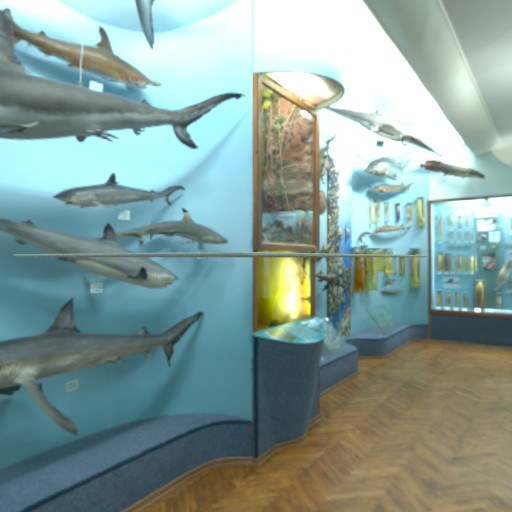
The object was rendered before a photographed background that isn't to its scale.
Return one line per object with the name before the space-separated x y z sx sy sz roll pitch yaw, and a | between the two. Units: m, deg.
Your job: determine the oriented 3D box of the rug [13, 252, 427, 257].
rug | 0.000 0.000 2.805 1.526 0.014 2.290 0 0 35
